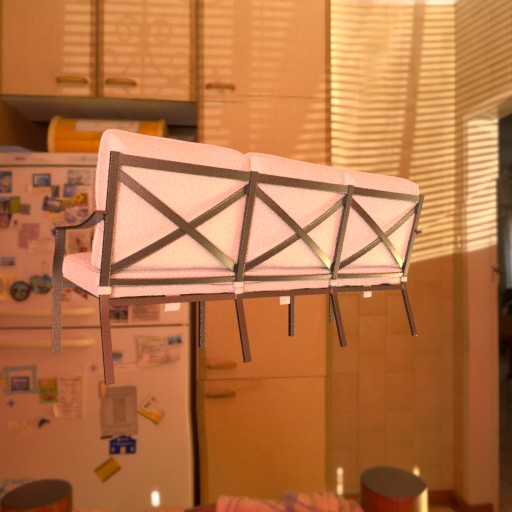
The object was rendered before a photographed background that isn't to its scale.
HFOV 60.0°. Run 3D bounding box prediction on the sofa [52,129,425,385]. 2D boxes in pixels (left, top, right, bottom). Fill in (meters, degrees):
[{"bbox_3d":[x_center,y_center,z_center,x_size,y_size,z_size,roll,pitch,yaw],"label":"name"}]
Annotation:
[{"bbox_3d":[0.000,0.000,2.193,1.740,0.860,0.787,0,-1,-35],"label":"sofa"}]
